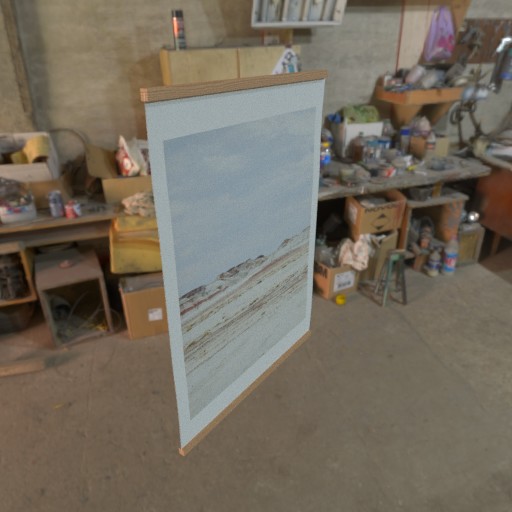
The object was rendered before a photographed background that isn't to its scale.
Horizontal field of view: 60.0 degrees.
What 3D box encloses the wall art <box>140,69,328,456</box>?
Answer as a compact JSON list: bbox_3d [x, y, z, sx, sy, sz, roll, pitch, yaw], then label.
[{"bbox_3d":[0.000,0.000,1.353,0.020,1.016,0.739,18,31,32],"label":"wall art"}]
